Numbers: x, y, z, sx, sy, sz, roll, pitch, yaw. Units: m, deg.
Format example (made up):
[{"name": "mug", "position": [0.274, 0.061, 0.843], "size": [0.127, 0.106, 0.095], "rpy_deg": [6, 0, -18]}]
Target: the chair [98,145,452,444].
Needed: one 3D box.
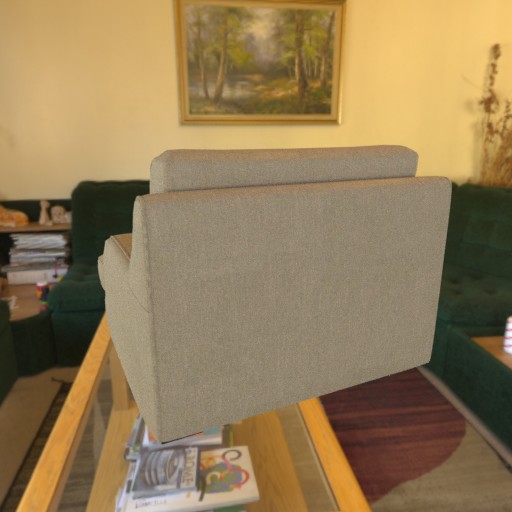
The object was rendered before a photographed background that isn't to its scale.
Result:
[{"name": "chair", "position": [0.000, 0.000, 1.984], "size": [1.270, 0.974, 1.043], "rpy_deg": [-8, 18, -25]}]
